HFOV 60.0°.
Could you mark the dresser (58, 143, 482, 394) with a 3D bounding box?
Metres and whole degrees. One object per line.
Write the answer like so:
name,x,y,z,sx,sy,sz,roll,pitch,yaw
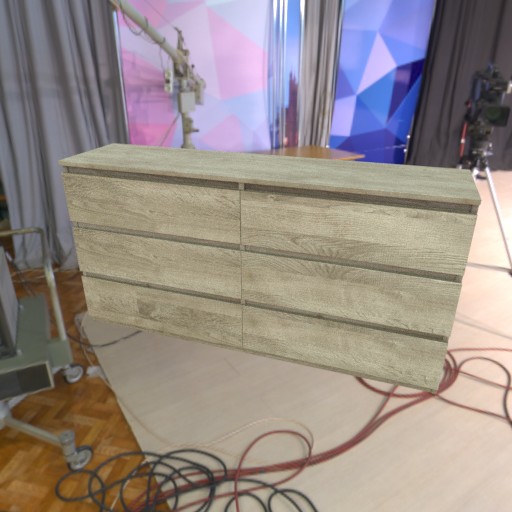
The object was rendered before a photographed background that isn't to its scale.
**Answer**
dresser,0.000,0.000,1.920,1.590,0.795,0.390,8,27,17
